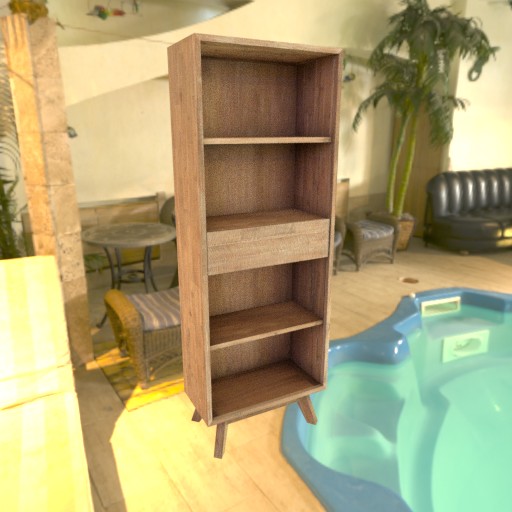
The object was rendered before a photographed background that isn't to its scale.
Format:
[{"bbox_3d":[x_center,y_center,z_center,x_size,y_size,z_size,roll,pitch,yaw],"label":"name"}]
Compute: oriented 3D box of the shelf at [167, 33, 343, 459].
[{"bbox_3d":[0.000,0.000,1.557,0.491,1.342,0.267,-8,18,-27],"label":"shelf"}]
